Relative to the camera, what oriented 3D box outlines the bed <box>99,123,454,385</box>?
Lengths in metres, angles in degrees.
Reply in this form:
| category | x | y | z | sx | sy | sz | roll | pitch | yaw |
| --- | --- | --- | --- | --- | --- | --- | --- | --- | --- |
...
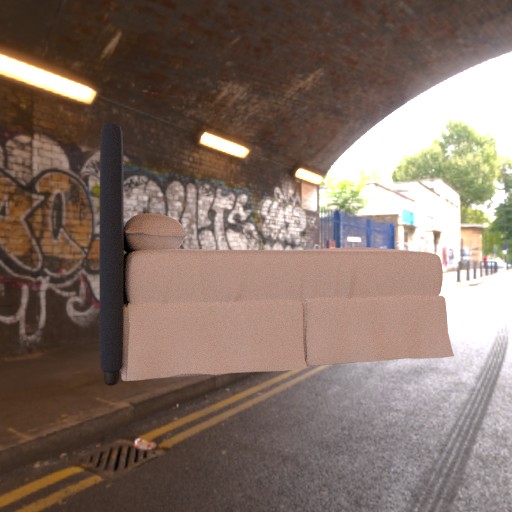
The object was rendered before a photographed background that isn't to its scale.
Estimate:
| category | x | y | z | sx | sy | sz | roll | pitch | yaw |
| --- | --- | --- | --- | --- | --- | --- | --- | --- | --- |
| bed | 0.000 | 0.000 | 3.291 | 2.162 | 1.330 | 1.713 | 0 | 0 | -18 |
